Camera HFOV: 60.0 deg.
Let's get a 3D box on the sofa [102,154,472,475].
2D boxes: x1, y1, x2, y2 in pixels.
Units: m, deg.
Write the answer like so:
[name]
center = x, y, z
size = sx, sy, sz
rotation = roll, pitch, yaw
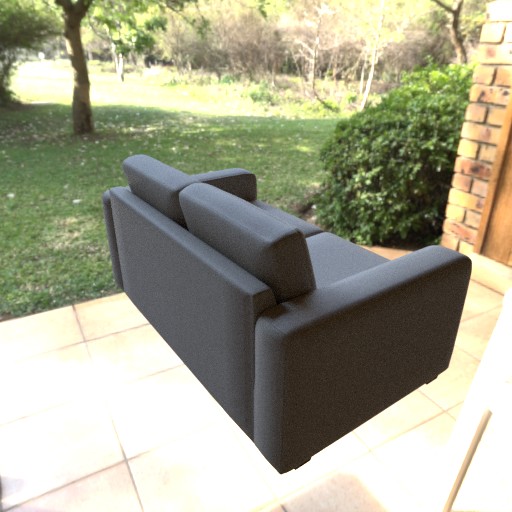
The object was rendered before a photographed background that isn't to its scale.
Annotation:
[sofa]
center = 0.000, 0.000, 2.005
size = 0.900, 0.800, 1.540
rotation = -17, 31, -31
